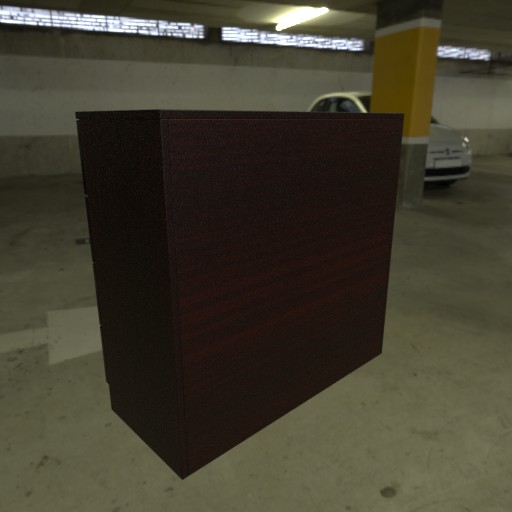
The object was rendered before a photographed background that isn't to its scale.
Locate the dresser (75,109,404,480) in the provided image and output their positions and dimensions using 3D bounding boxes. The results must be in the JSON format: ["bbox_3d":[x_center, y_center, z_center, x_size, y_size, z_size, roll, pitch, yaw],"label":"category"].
[{"bbox_3d":[0.000,0.000,1.169,0.750,0.720,0.360,-15,23,-41],"label":"dresser"}]
